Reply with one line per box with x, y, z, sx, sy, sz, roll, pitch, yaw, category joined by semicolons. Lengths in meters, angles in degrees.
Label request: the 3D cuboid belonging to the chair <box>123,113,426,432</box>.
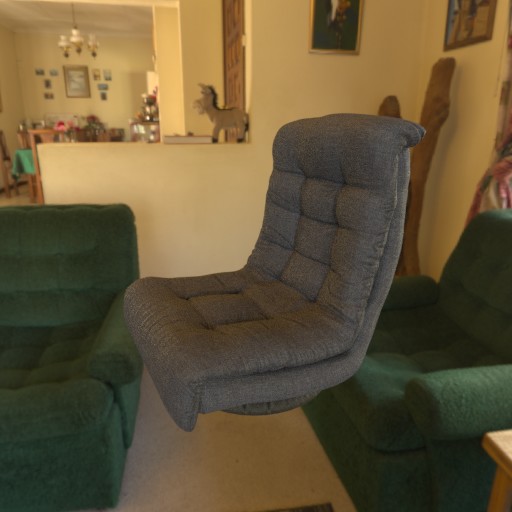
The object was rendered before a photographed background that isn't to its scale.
0.000;0.000;1.213;0.668;0.749;0.597;-8;19;-25;chair
